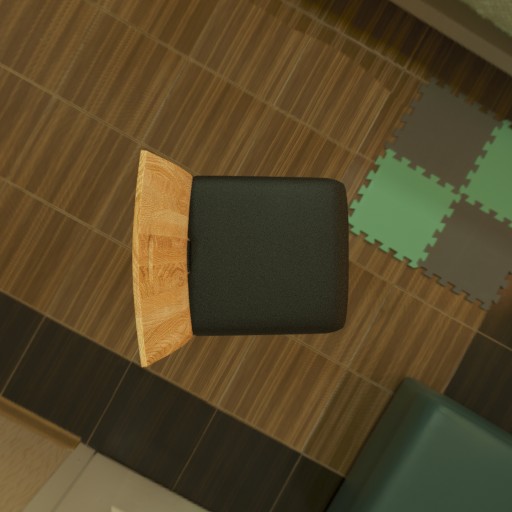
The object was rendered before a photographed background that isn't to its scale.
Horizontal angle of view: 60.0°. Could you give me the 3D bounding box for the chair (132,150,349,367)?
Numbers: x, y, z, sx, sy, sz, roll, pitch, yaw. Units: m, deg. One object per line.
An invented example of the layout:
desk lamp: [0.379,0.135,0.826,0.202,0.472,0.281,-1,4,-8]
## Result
chair: [0.000,0.000,1.244,0.560,0.936,0.462,0,91,-2]
